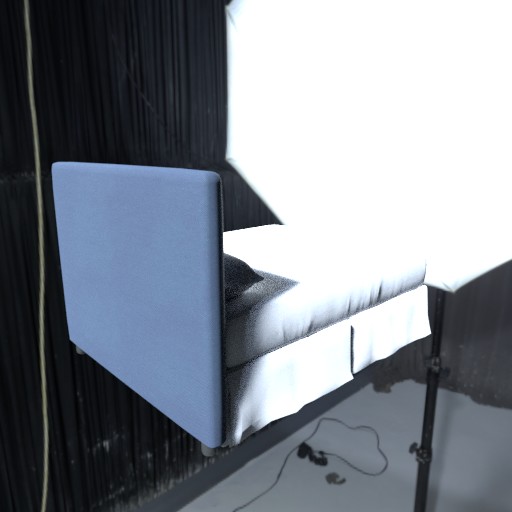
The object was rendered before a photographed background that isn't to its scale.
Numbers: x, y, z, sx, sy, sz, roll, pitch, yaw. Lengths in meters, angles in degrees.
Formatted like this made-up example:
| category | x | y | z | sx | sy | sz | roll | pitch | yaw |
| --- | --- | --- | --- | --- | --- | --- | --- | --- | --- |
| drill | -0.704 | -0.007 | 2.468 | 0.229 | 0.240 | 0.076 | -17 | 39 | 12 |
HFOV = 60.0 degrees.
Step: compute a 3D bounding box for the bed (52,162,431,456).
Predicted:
| category | x | y | z | sx | sy | sz | roll | pitch | yaw |
| --- | --- | --- | --- | --- | --- | --- | --- | --- | --- |
| bed | 0.000 | 0.000 | 3.154 | 2.162 | 1.330 | 1.713 | -13 | 19 | -42 |
